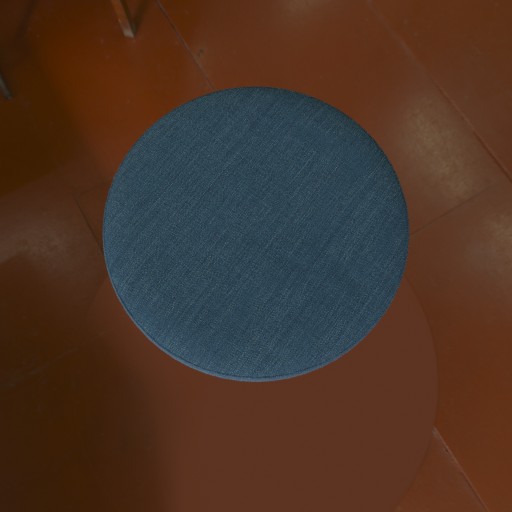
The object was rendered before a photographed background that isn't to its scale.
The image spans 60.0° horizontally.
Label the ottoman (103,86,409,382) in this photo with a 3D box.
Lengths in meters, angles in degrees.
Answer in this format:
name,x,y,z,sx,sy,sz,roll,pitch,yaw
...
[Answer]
name,x,y,z,sx,sy,sz,roll,pitch,yaw
ottoman,0.000,0.000,0.744,0.398,0.406,0.398,0,76,0
